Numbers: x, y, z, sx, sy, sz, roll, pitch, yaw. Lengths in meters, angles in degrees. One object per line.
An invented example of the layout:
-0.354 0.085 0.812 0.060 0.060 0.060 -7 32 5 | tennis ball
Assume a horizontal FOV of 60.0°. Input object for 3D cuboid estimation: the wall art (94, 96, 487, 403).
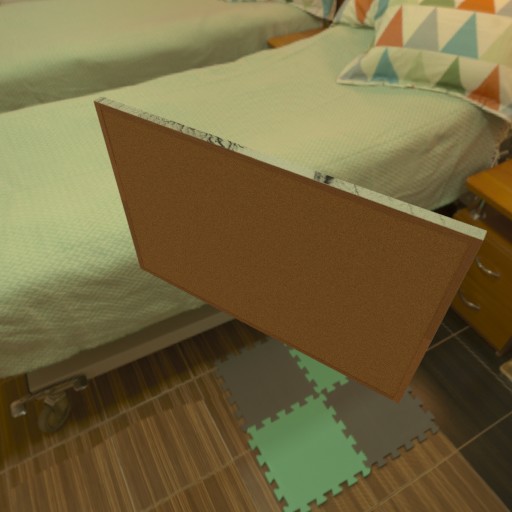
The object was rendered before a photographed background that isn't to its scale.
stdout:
0.000 0.000 1.417 1.141 0.758 0.035 24 51 21 | wall art
